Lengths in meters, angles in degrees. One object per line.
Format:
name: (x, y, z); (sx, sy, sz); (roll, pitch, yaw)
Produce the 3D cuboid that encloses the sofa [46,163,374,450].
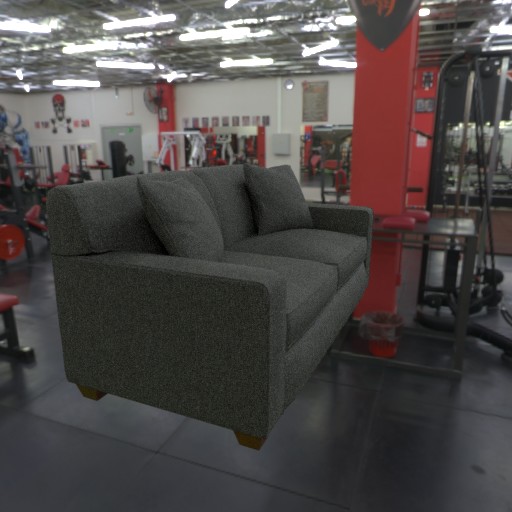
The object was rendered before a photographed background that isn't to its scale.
sofa: (0.000, 0.000, 2.418); (0.998, 0.958, 1.846); (7, 16, 24)
